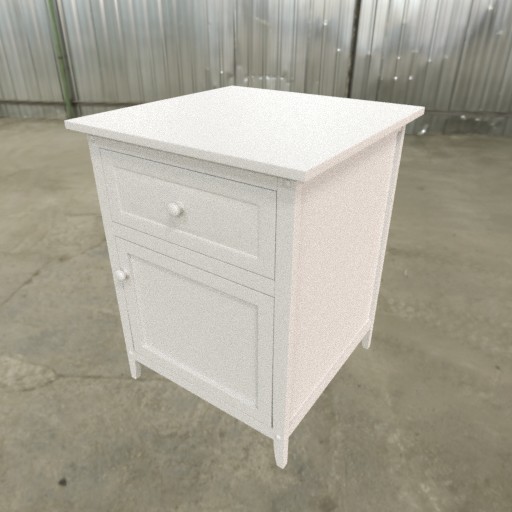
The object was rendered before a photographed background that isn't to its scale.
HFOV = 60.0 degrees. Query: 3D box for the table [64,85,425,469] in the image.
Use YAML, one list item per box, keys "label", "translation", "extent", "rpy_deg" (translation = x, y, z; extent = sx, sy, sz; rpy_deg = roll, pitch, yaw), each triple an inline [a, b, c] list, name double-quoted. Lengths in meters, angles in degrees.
- label: "table"
  translation: [0.000, 0.000, 0.771]
  extent: [0.381, 0.483, 0.381]
  rpy_deg: [19, 34, 30]
